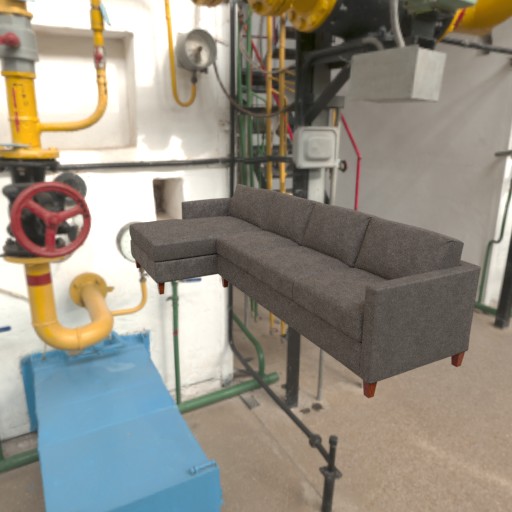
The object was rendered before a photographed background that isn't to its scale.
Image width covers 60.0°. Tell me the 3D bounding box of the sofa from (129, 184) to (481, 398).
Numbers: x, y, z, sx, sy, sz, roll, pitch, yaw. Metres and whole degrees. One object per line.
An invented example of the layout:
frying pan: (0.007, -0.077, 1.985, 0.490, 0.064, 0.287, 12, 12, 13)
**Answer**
sofa: (0.000, 0.000, 4.106, 1.606, 0.954, 3.471, -8, 18, -26)
